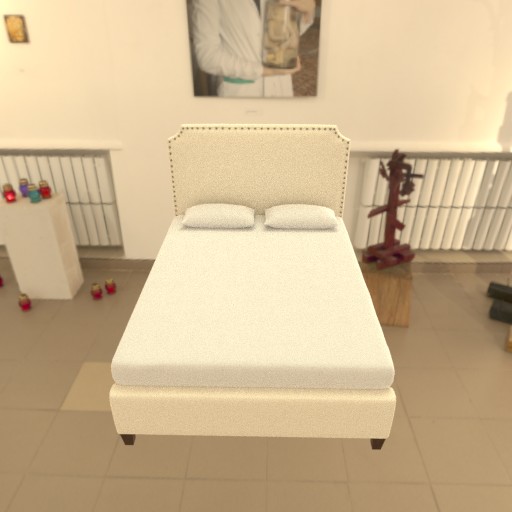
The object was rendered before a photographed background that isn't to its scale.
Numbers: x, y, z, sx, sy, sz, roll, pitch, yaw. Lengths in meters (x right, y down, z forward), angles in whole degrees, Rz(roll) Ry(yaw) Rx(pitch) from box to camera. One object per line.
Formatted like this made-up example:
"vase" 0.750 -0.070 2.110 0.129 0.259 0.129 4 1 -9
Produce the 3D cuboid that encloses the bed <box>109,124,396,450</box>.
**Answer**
"bed" 0.000 0.000 3.450 1.712 1.497 2.372 1 30 1
